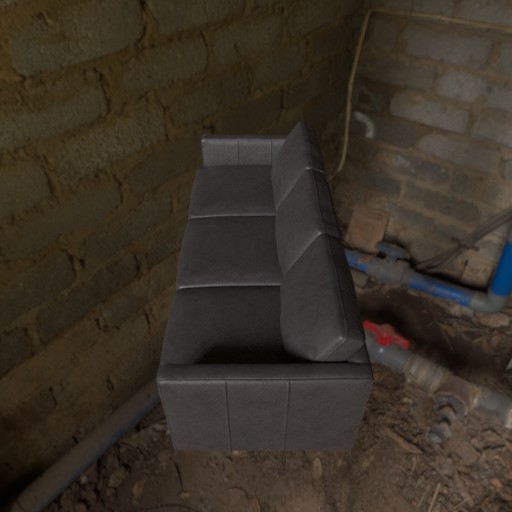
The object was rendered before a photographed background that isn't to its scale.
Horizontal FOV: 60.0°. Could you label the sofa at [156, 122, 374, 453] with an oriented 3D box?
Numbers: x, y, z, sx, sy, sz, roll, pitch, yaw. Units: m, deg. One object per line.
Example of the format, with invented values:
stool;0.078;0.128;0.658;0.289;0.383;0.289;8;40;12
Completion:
sofa;0.000;0.000;3.076;1.045;1.006;2.464;0;41;0
